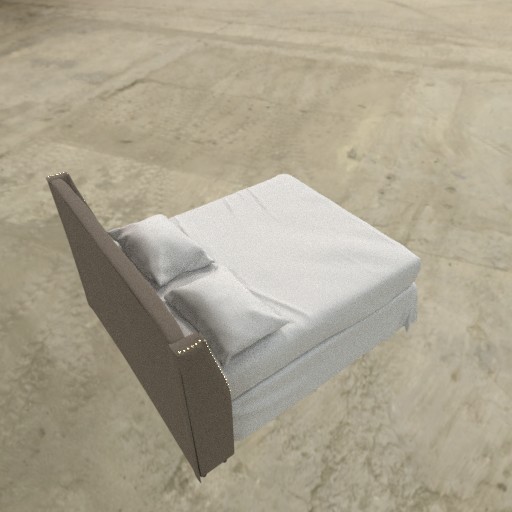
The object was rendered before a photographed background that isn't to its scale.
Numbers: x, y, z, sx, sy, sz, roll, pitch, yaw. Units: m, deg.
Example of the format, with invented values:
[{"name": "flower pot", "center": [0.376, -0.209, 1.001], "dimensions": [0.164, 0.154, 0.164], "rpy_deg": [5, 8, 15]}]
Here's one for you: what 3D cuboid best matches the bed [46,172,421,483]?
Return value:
[{"name": "bed", "center": [0.000, 0.000, 3.426], "dimensions": [2.276, 1.332, 1.925], "rpy_deg": [-26, 47, -27]}]
